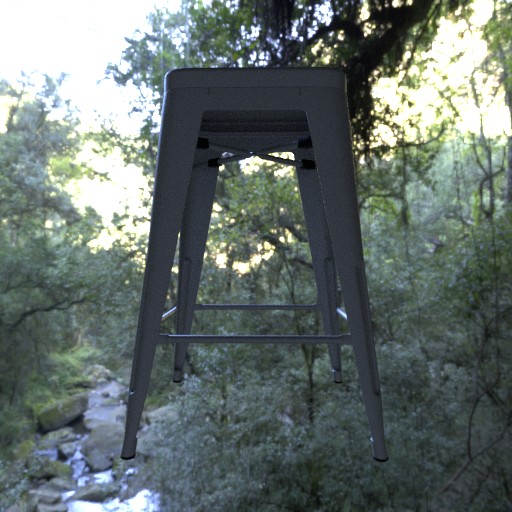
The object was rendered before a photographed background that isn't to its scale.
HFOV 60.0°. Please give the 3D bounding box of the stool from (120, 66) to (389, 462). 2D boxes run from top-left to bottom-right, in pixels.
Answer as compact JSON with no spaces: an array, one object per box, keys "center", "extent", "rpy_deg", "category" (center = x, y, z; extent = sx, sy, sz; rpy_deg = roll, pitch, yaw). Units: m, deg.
[{"center":[0.000,0.000,0.859],"extent":[0.406,0.610,0.406],"rpy_deg":[0,1,1],"category":"stool"}]
